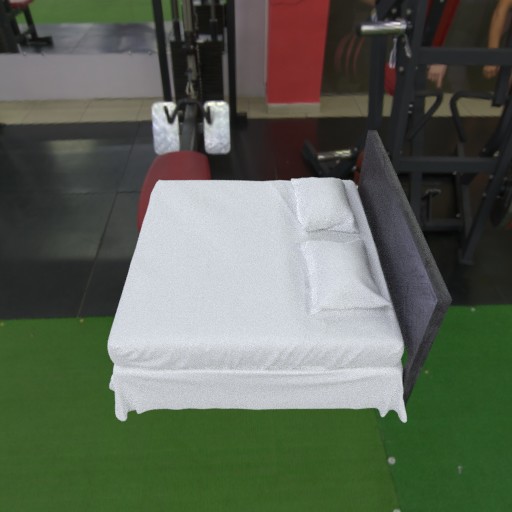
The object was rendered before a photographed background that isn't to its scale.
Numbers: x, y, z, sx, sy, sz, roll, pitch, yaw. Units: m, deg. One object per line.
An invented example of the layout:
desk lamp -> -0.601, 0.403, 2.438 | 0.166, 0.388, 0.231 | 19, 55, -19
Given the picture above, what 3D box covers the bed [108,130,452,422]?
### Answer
bed -> 0.000, 0.000, 3.537 | 2.165, 1.158, 2.255 | 0, 42, 0
